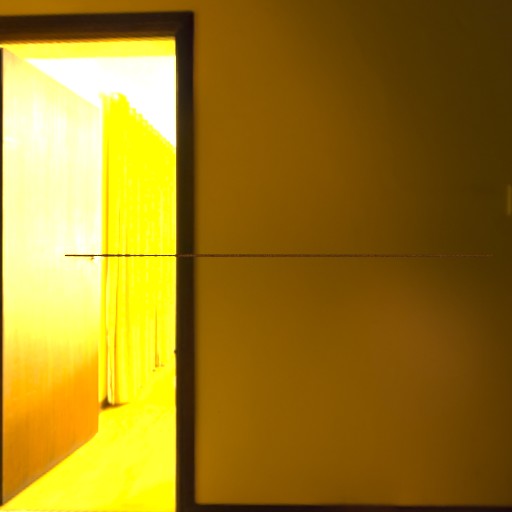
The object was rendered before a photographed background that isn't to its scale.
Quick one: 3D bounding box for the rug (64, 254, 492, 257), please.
[{"bbox_3d":[0.000,0.000,4.104,3.050,0.016,2.441,0,0,-18],"label":"rug"}]
